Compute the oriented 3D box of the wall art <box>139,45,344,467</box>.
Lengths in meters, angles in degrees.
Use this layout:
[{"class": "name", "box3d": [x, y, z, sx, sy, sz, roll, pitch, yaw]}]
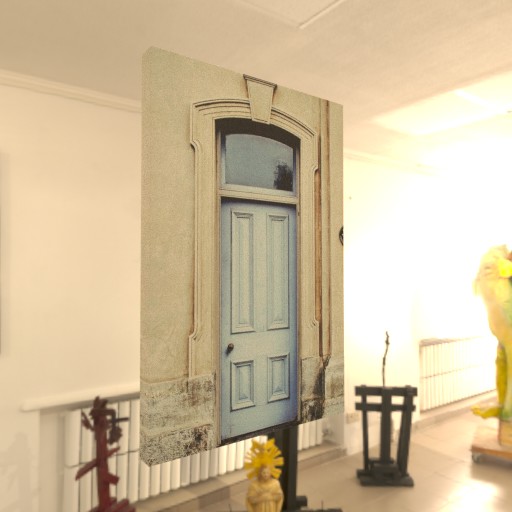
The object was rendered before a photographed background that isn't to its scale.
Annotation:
[{"class": "wall art", "box3d": [0.000, 0.000, 0.771, 0.403, 0.607, 0.036, 1, -2, -36]}]
